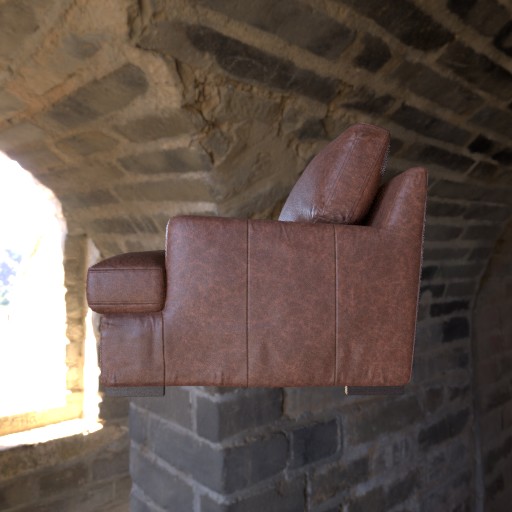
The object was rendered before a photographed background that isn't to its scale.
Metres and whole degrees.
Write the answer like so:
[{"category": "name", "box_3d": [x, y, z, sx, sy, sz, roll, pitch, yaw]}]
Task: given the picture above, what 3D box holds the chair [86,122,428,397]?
[{"category": "chair", "box_3d": [0.000, 0.000, 1.998, 1.143, 0.939, 1.168, 0, -1, -1]}]
